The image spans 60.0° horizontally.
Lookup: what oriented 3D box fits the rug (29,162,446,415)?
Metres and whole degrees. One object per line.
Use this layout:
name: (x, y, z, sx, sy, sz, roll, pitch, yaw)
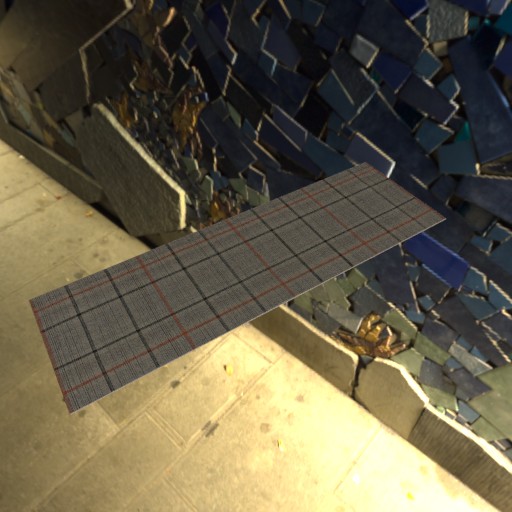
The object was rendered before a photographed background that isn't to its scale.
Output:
rug: (0.000, 0.000, 2.640, 2.439, 0.008, 0.762, -25, 51, -22)
